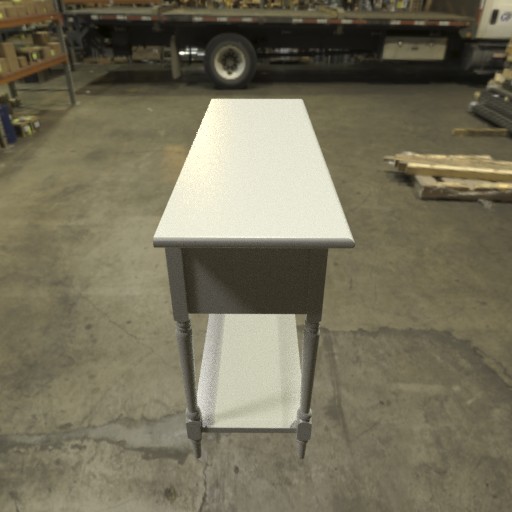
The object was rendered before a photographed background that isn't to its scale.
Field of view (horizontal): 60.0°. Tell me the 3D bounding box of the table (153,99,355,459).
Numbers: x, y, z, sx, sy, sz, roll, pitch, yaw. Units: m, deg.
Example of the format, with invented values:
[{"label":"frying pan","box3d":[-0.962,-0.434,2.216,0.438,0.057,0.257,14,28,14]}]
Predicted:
[{"label":"table","box3d":[0.000,0.000,1.553,0.384,0.808,1.197,0,32,0]}]
